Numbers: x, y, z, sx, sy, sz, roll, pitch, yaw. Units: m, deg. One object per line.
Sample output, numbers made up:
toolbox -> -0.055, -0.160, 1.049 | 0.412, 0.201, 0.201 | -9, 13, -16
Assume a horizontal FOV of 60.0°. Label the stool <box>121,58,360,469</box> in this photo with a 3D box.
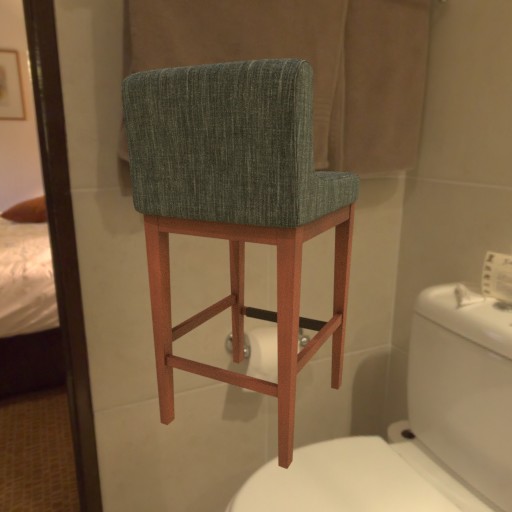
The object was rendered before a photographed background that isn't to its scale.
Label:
stool -> 0.000, 0.000, 1.102 | 0.395, 0.835, 0.459 | 8, 16, 27
